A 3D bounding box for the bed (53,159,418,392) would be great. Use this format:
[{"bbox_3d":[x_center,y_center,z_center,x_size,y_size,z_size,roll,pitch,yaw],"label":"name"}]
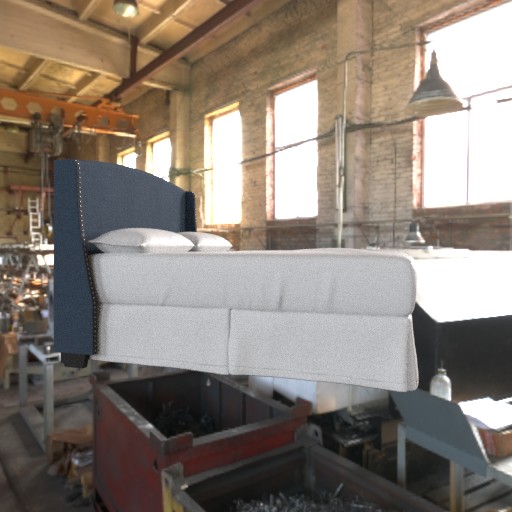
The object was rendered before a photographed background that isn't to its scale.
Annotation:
[{"bbox_3d":[0.000,0.000,3.319,2.237,1.407,1.710,0,1,18],"label":"bed"}]
